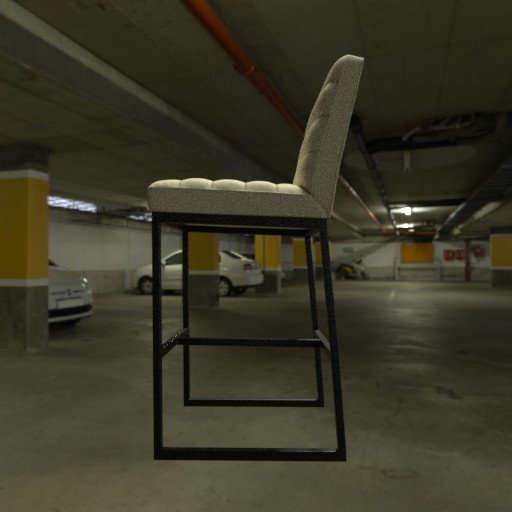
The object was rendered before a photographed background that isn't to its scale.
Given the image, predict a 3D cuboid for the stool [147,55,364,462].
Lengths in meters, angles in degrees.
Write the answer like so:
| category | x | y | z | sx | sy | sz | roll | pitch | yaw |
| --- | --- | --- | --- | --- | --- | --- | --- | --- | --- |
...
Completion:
| category | x | y | z | sx | sy | sz | roll | pitch | yaw |
| --- | --- | --- | --- | --- | --- | --- | --- | --- | --- |
| stool | 0.000 | 0.000 | 1.342 | 0.560 | 1.040 | 0.460 | 0 | -1 | 1 |
